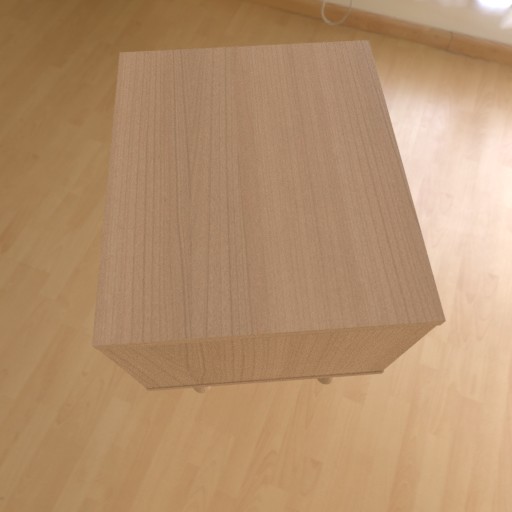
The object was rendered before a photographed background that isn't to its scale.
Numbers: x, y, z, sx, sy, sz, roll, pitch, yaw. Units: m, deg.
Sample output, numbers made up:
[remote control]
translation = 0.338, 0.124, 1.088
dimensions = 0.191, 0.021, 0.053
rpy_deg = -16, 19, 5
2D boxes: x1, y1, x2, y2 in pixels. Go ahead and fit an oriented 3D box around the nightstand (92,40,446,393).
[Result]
[nightstand]
translation = 0.000, 0.000, 0.811
dimensions = 0.380, 0.530, 0.450
rpy_deg = -4, 64, -2
